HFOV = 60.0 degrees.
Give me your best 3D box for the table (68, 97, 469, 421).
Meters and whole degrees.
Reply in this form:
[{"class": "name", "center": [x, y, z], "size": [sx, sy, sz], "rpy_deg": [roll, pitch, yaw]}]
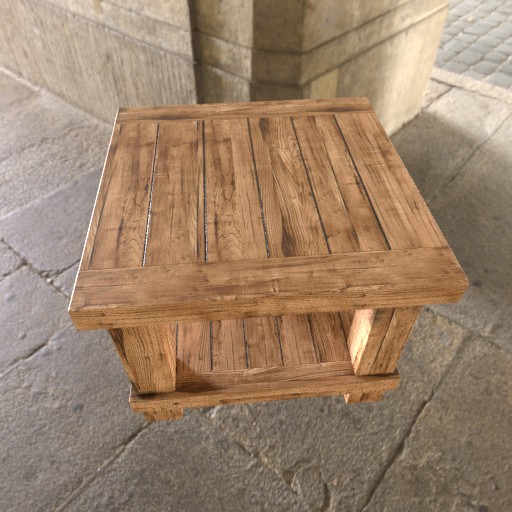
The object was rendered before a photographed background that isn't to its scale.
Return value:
[{"class": "table", "center": [0.000, 0.000, 1.042], "size": [0.610, 0.457, 0.610], "rpy_deg": [-4, 46, -4]}]
